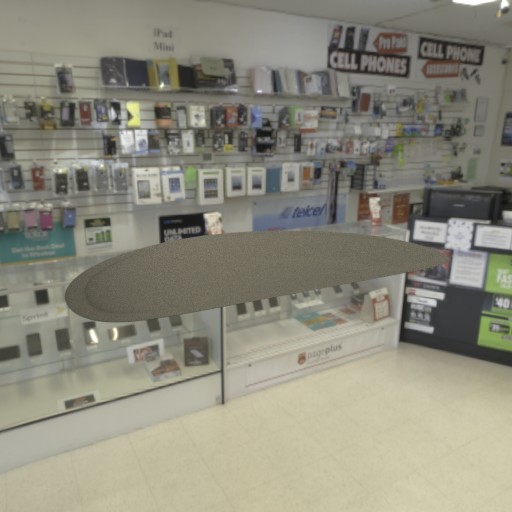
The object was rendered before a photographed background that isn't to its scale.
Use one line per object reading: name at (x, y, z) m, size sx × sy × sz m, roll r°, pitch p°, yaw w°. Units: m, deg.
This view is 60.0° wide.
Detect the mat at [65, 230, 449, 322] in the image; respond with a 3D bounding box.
mat at (0.000, 0.000, 1.877) m, size 1.524 × 0.013 × 0.913 m, roll -8°, pitch 18°, yaw -26°
